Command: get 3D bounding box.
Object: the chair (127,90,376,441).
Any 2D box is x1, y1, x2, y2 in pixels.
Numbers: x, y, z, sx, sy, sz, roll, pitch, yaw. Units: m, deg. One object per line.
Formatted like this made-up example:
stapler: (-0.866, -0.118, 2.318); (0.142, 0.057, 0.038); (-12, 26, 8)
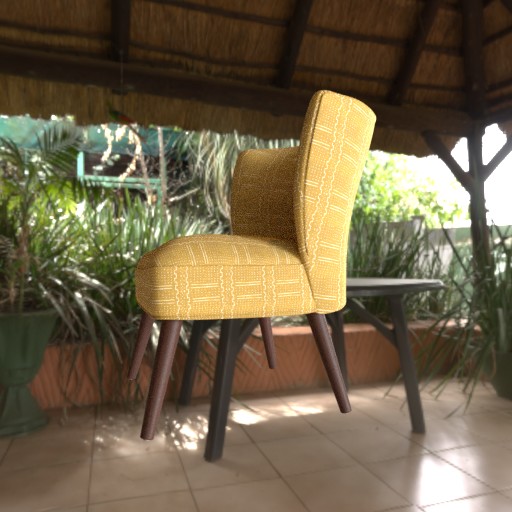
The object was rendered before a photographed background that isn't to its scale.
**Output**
chair: (0.000, 0.000, 1.413); (0.758, 0.866, 0.706); (0, -1, -19)
